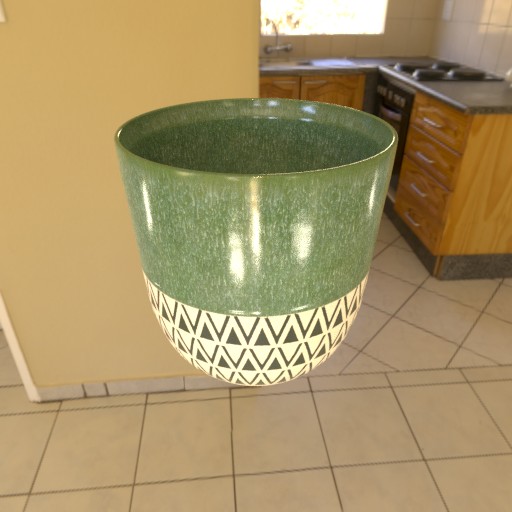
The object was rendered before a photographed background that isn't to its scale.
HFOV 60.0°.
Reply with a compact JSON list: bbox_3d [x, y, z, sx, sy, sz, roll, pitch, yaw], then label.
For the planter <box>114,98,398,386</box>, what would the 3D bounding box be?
[{"bbox_3d":[0.000,0.000,0.369,0.195,0.214,0.195,0,31,0],"label":"planter"}]
